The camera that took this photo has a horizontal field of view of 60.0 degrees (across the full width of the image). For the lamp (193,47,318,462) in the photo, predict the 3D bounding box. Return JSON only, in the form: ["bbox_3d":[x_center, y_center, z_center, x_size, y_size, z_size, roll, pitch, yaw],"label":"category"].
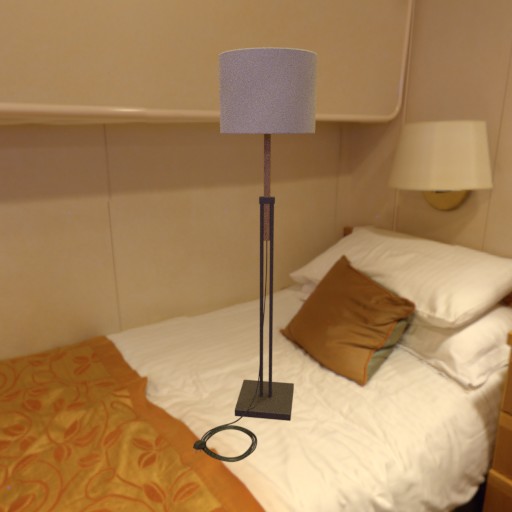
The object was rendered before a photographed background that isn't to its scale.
[{"bbox_3d":[0.000,0.000,1.948,0.474,1.650,0.639,2,16,8],"label":"lamp"}]
